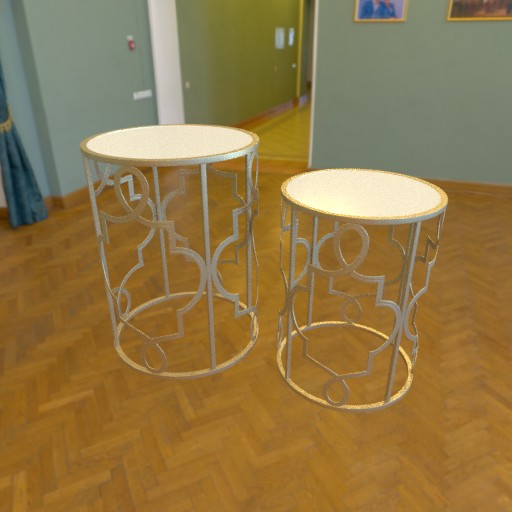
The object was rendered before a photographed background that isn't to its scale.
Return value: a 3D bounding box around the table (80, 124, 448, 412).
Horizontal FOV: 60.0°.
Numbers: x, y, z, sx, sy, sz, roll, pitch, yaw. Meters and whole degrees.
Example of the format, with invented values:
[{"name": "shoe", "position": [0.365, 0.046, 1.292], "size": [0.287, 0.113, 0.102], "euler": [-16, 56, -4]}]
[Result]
[{"name": "table", "position": [0.000, 0.000, 1.135], "size": [0.846, 0.564, 0.420], "euler": [8, 27, 16]}]
